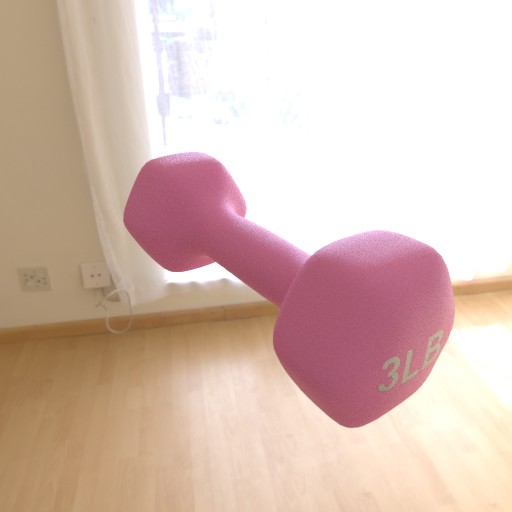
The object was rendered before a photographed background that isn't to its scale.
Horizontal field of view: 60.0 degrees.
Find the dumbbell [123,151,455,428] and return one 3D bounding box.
[{"bbox_3d":[0.000,0.000,0.185,0.064,0.058,0.159,-18,33,-31],"label":"dumbbell"}]
